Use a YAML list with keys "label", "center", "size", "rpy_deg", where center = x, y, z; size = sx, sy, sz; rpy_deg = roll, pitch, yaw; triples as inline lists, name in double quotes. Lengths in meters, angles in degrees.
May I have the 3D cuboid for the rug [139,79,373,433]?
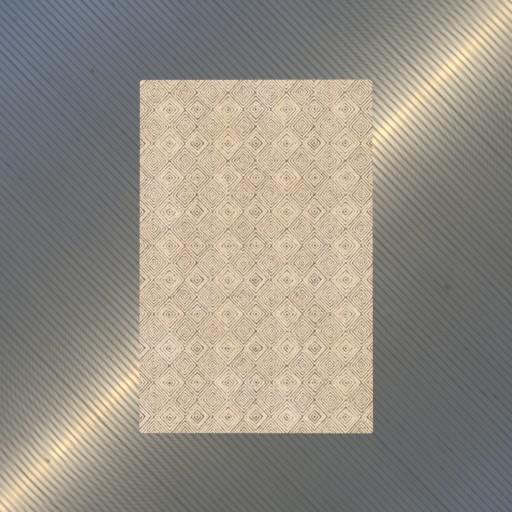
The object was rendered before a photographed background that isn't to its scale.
- label: "rug"
  center: [0.000, 0.000, 2.240]
  size: [1.175, 0.008, 1.783]
  rpy_deg: [0, 90, 0]
